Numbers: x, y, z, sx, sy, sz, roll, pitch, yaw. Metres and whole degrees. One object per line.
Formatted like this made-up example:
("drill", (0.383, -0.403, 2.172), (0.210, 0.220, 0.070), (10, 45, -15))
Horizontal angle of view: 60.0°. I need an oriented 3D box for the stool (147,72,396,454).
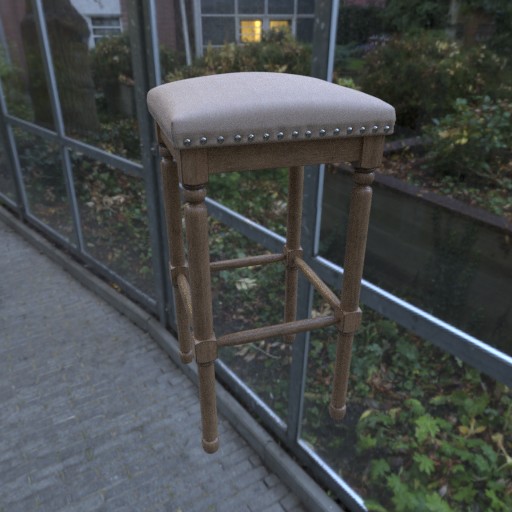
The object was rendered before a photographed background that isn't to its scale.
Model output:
("stool", (0.000, 0.000, 1.003), (0.383, 0.768, 0.382), (-8, 28, -16))
